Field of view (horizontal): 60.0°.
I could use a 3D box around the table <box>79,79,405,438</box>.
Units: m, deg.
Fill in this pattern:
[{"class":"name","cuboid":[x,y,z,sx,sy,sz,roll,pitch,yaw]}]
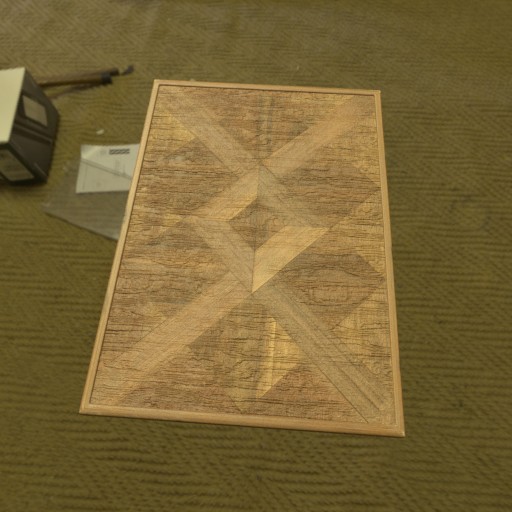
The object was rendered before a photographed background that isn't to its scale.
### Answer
[{"class":"table","cuboid":[0.000,0.000,1.668,0.877,0.492,1.238,3,65,2]}]
